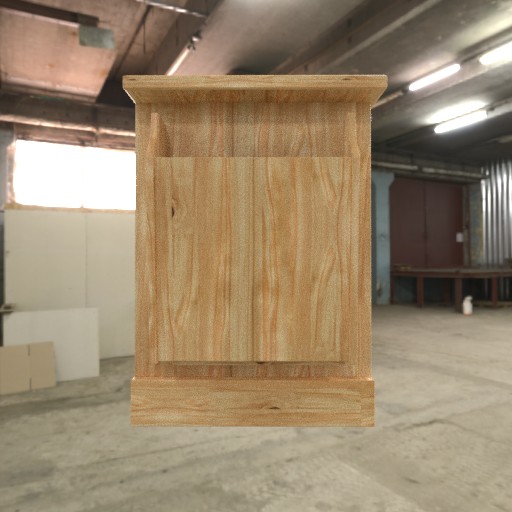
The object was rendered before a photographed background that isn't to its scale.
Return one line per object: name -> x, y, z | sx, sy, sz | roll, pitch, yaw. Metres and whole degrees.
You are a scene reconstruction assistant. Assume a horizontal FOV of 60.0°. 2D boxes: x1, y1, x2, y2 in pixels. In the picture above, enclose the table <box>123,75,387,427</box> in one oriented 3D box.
table -> 0.000, 0.000, 0.866 | 0.380, 0.515, 0.530 | 0, -1, 0
